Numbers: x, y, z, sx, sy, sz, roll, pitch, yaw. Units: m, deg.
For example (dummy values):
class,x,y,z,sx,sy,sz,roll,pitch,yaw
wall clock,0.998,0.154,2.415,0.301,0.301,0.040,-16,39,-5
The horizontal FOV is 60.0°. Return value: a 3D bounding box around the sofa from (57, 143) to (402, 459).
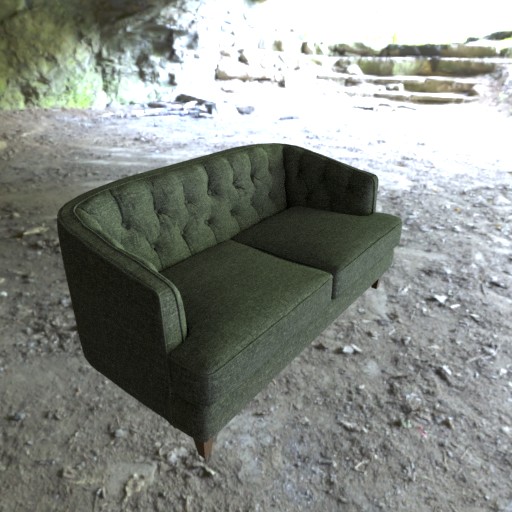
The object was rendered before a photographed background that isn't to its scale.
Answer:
class,x,y,z,sx,sy,sz,roll,pitch,yaw
sofa,0.000,0.000,2.261,0.941,0.855,1.733,18,32,33
